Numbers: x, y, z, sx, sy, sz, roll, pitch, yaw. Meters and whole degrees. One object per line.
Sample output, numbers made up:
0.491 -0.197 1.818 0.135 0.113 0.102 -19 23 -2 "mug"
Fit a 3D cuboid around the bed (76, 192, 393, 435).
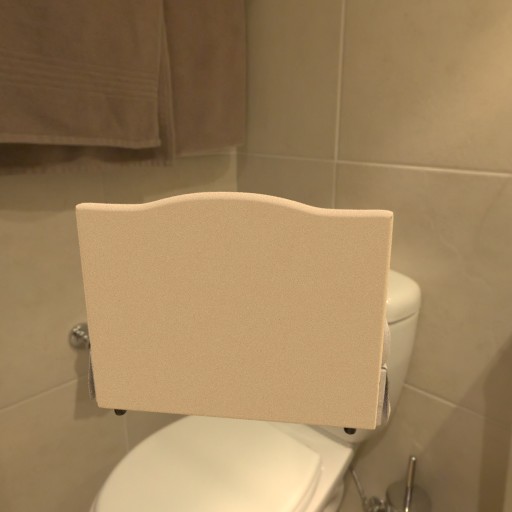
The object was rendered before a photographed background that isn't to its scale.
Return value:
0.000 0.000 3.667 1.977 1.437 2.477 2 17 7 "bed"
